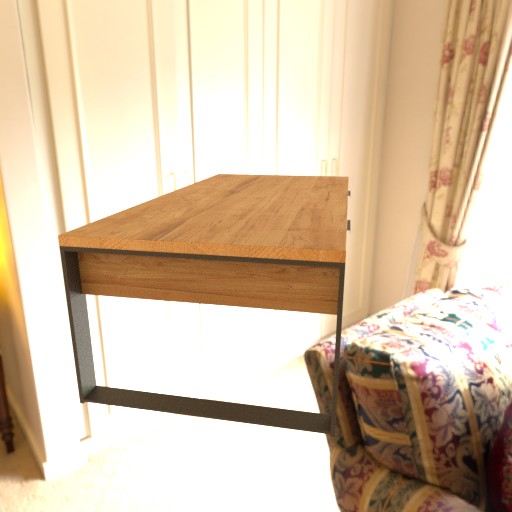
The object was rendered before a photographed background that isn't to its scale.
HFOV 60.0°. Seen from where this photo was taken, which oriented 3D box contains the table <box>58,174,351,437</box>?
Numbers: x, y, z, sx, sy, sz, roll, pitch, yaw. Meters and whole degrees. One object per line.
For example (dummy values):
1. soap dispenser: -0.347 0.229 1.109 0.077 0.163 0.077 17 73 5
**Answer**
1. table: 0.000 0.000 1.464 0.590 0.400 1.180 3 17 11
